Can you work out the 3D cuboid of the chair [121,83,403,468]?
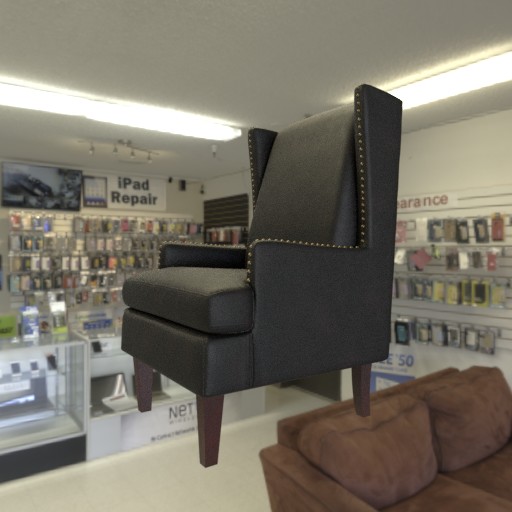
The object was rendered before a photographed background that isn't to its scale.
[{"bbox_3d":[0.000,0.000,1.614,0.799,1.142,0.703,-1,1,-35],"label":"chair"}]
